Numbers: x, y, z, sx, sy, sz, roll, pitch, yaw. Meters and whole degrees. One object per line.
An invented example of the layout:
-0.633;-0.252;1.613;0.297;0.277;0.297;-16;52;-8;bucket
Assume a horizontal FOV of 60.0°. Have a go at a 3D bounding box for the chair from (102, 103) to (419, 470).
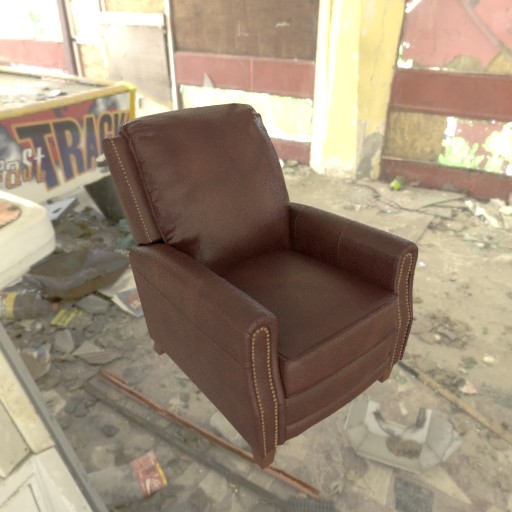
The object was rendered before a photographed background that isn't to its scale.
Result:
0.000;0.000;1.790;0.826;1.022;1.089;-21;36;-32;chair
